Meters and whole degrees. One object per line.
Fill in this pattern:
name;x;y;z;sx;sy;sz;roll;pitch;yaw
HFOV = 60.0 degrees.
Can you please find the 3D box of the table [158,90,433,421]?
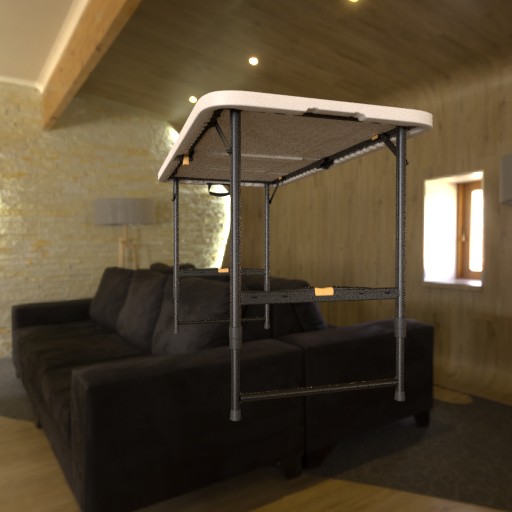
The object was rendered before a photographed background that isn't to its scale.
table;0.000;0.000;1.616;0.611;0.737;1.245;0;1;-17
